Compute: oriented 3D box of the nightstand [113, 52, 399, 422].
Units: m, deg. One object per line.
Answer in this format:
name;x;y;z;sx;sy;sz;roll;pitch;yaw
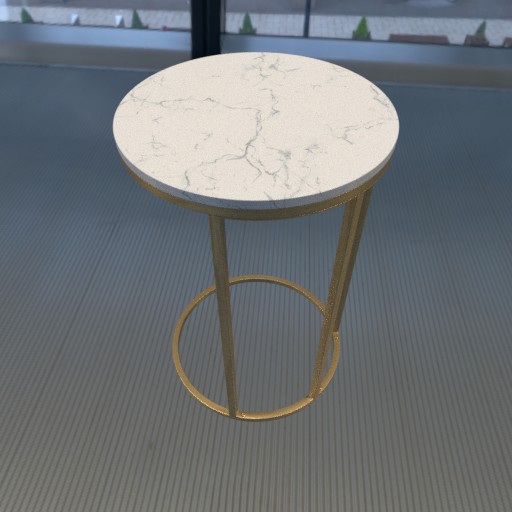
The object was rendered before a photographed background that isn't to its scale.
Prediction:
nightstand;0.000;0.000;0.856;0.400;0.610;0.400;-32;55;-27
